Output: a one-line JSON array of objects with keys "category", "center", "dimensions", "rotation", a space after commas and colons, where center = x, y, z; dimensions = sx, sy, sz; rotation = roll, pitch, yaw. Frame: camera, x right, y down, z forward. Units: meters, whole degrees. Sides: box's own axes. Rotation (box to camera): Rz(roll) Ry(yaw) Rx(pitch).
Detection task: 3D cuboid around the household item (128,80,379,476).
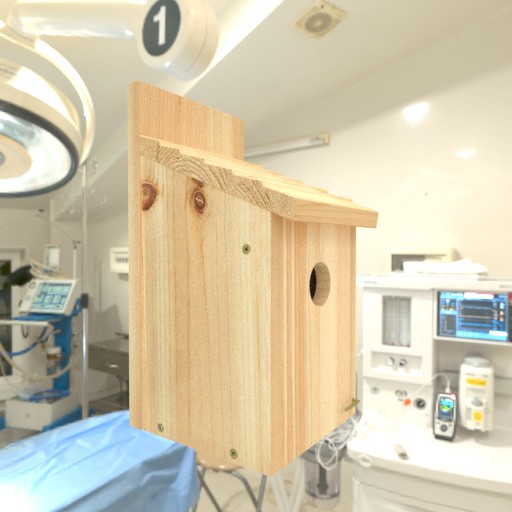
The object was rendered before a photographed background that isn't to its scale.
[{"category": "household item", "center": [0.000, 0.000, 0.397], "dimensions": [0.171, 0.300, 0.149], "rotation": [1, 1, 36]}]
